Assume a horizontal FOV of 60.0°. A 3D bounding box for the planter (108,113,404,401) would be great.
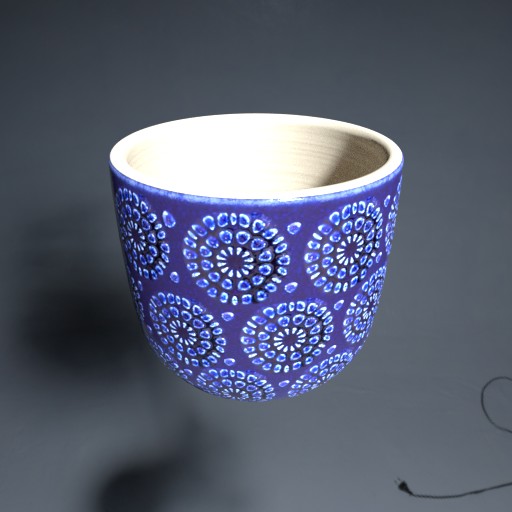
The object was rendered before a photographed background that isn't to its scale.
[{"bbox_3d":[0.000,0.000,0.291,0.165,0.149,0.165,0,30,0],"label":"planter"}]
